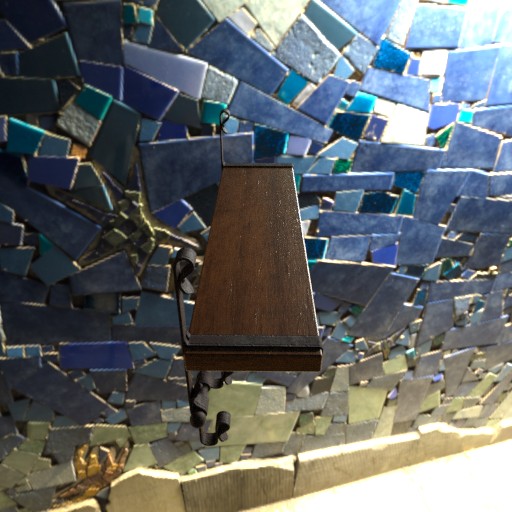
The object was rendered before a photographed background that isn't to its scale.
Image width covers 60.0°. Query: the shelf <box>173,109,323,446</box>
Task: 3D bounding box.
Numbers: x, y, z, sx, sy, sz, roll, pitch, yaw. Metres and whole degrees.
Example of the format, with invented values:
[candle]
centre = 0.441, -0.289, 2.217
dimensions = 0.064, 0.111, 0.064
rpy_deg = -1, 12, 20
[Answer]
[shelf]
centre = 0.000, 0.000, 0.711
dimensions = 0.146, 0.330, 0.567
rpy_deg = 0, 32, 1
